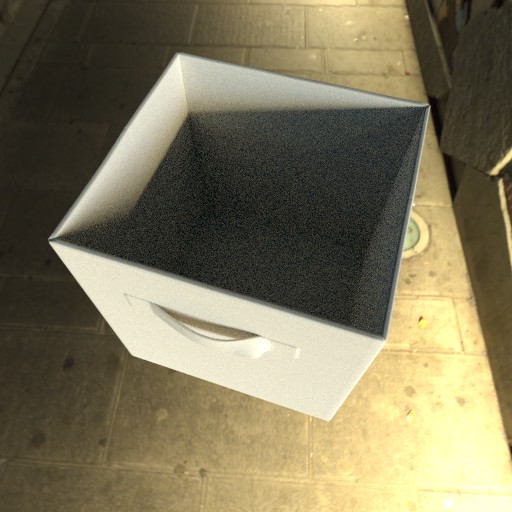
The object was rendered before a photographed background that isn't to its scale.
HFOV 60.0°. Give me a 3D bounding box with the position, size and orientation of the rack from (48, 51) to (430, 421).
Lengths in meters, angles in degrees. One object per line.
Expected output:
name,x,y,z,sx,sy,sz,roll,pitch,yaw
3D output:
rack,0.000,0.000,0.499,0.270,0.280,0.270,16,60,9
